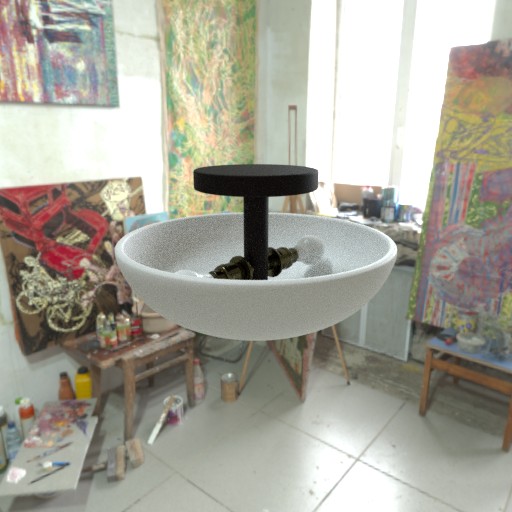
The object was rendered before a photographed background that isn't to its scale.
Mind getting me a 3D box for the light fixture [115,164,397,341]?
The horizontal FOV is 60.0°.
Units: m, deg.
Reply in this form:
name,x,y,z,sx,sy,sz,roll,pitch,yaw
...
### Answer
name,x,y,z,sx,sy,sz,roll,pitch,yaw
light fixture,0.000,0.000,0.548,0.331,0.212,0.331,0,16,0
